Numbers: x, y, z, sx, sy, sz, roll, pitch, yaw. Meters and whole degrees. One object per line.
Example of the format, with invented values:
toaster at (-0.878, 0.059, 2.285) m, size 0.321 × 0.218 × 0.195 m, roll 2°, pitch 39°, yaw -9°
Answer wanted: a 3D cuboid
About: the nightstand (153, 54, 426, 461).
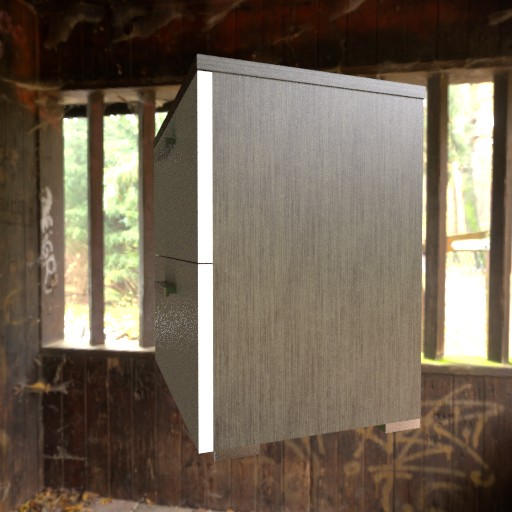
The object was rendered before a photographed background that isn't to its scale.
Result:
nightstand at (0.000, 0.000, 0.752) m, size 0.325 × 0.460 × 0.441 m, roll -1°, pitch 2°, yaw -19°
